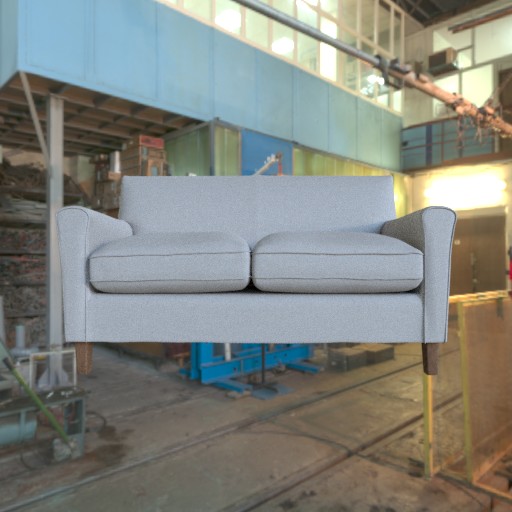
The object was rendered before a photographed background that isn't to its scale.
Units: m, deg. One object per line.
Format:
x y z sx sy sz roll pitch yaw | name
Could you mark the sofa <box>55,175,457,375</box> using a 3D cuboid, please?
0.000 0.000 2.018 1.482 0.890 0.888 0 0 1 | sofa
